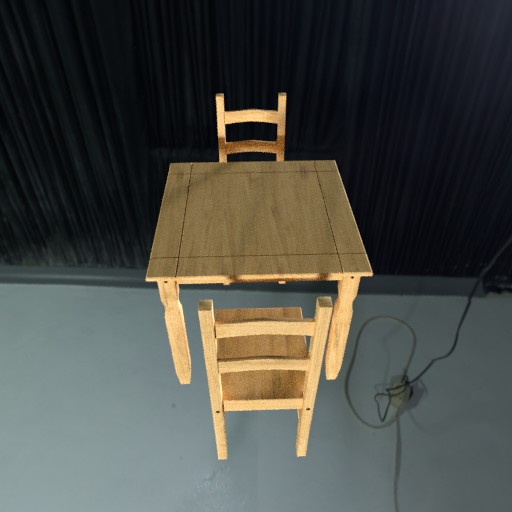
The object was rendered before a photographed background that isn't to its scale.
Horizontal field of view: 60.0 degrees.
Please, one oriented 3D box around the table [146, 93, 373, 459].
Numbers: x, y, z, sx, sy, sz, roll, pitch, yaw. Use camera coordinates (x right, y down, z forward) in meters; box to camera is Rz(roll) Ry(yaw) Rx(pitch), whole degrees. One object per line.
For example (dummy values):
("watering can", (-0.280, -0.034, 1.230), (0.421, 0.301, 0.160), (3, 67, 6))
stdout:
("table", (0.000, 0.000, 2.061), (0.813, 0.942, 1.501), (-1, 41, -1))
